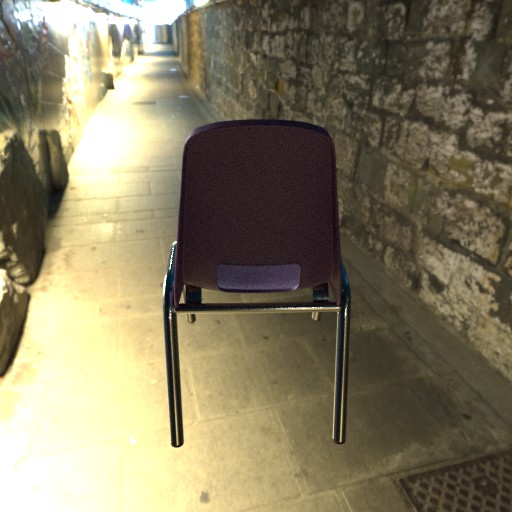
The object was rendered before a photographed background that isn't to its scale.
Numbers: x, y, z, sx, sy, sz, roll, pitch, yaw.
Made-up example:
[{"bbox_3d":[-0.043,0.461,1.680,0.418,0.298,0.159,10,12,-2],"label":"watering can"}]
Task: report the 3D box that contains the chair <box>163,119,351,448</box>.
[{"bbox_3d":[0.000,0.000,0.872,0.356,0.584,0.419,-1,27,-1],"label":"chair"}]
